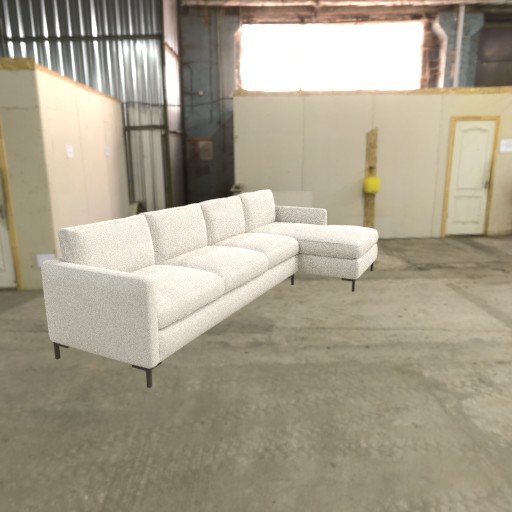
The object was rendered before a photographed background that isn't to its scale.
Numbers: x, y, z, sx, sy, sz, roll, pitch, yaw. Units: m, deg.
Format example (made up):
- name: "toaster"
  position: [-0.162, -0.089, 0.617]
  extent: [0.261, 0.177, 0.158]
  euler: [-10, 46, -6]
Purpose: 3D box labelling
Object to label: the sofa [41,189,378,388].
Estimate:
- name: "sofa"
  position: [0.000, 0.000, 2.963]
  extent: [1.126, 0.677, 2.445]
  euler: [7, 16, 26]
